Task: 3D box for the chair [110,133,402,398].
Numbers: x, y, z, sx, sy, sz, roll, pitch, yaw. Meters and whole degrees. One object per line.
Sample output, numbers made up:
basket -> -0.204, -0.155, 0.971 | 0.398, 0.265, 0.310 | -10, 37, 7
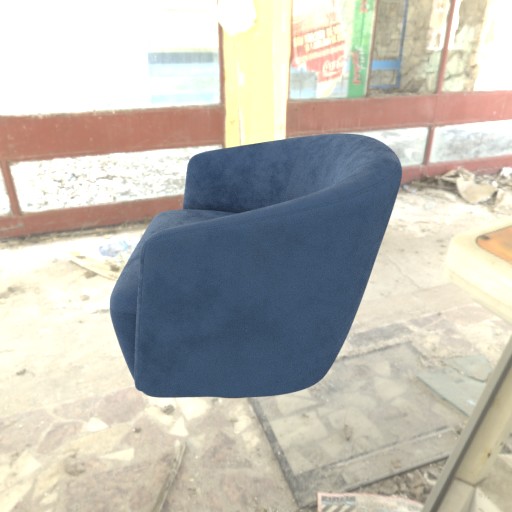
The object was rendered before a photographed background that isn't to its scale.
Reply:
chair -> 0.000, 0.000, 1.380 | 0.767, 0.698, 0.773 | 0, 26, 0
